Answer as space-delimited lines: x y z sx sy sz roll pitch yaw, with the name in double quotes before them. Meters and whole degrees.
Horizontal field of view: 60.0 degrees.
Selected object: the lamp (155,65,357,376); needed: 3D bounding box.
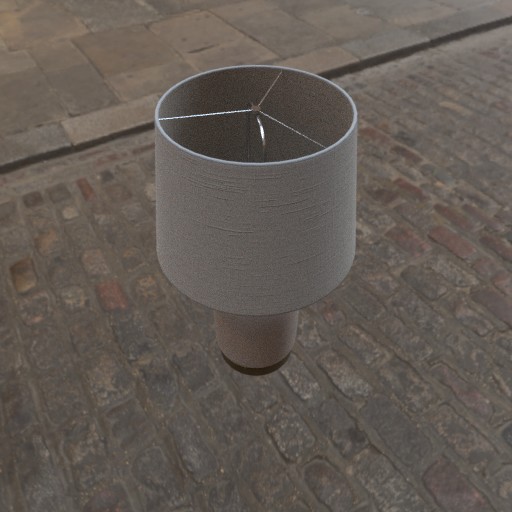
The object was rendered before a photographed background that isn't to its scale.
"lamp" 0.000 0.000 0.673 0.285 0.483 0.285 0 46 0
